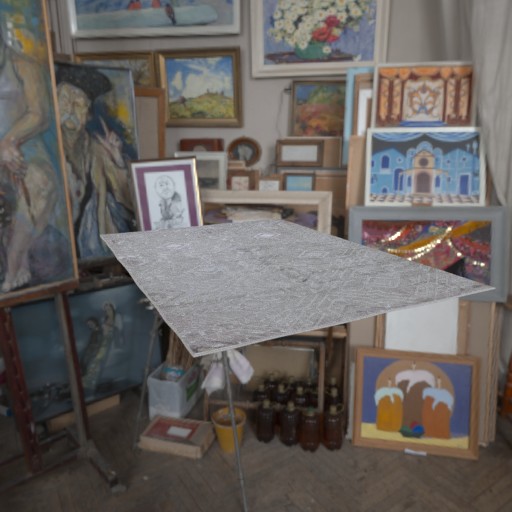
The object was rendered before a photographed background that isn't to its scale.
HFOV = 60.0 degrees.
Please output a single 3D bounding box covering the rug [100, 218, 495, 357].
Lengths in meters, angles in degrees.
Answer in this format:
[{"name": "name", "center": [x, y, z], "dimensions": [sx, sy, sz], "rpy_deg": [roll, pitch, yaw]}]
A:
[{"name": "rug", "center": [0.000, 0.000, 4.319], "dimensions": [2.448, 0.020, 3.359], "rpy_deg": [-7, 17, -26]}]
